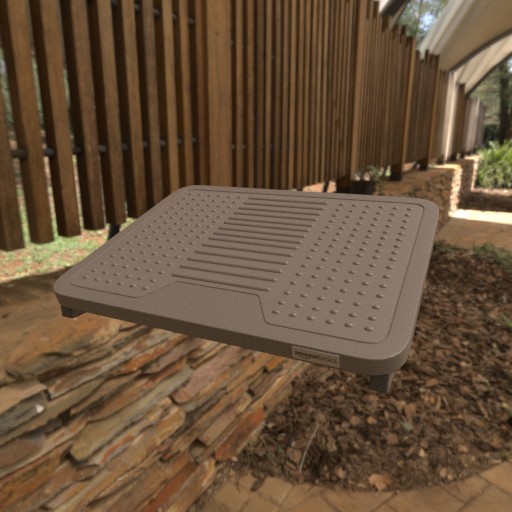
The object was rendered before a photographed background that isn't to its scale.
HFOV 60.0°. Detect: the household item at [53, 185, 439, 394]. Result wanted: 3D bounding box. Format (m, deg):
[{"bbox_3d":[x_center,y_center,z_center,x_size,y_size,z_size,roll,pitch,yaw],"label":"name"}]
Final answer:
[{"bbox_3d":[0.000,0.000,0.538,0.390,0.126,0.301,7,17,24],"label":"household item"}]
